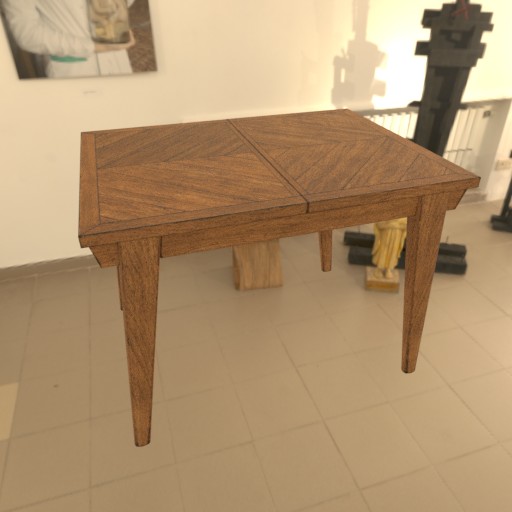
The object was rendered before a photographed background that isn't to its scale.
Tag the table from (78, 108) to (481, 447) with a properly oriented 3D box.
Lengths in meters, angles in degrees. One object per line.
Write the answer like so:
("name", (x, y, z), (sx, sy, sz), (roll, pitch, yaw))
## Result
("table", (0.000, 0.000, 1.565), (1.027, 0.760, 0.757), (-10, 34, -15))
